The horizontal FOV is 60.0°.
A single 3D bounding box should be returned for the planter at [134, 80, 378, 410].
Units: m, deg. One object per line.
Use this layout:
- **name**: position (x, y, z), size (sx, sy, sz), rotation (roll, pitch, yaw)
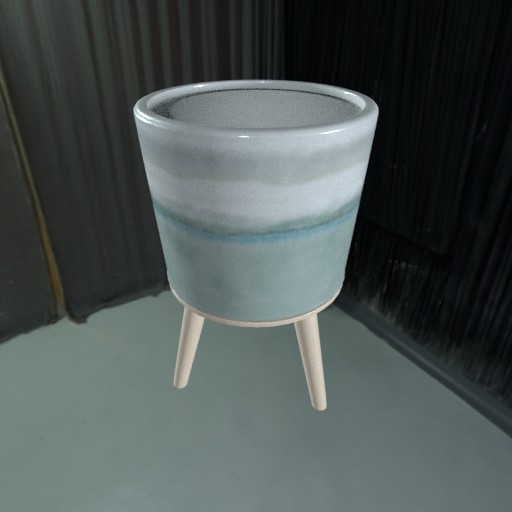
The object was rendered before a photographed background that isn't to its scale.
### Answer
- **planter**: position (0.000, 0.000, 0.593), size (0.265, 0.404, 0.265), rotation (-20, 36, -30)
